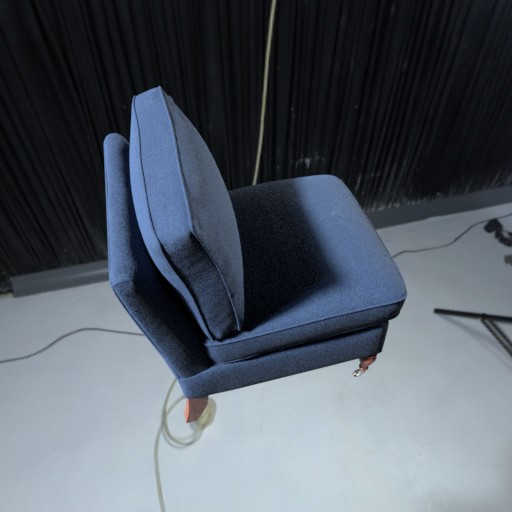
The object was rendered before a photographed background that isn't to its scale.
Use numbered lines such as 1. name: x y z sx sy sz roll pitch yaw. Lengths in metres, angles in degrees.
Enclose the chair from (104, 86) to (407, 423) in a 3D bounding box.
1. chair: 0.000 0.000 1.644 0.912 1.052 0.724 -11 48 -10
